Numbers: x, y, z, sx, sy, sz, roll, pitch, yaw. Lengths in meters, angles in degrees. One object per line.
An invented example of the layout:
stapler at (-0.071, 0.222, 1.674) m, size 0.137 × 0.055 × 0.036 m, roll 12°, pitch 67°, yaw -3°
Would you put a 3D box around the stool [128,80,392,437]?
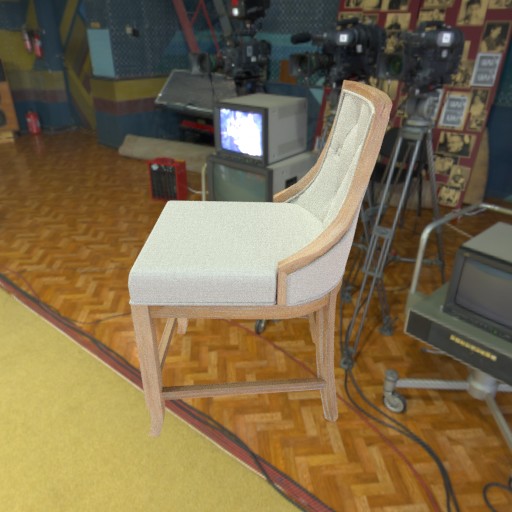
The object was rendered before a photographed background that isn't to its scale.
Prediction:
stool at (0.000, 0.000, 1.319) m, size 0.626 × 0.938 × 0.524 m, roll 0°, pitch 27°, yaw 1°
